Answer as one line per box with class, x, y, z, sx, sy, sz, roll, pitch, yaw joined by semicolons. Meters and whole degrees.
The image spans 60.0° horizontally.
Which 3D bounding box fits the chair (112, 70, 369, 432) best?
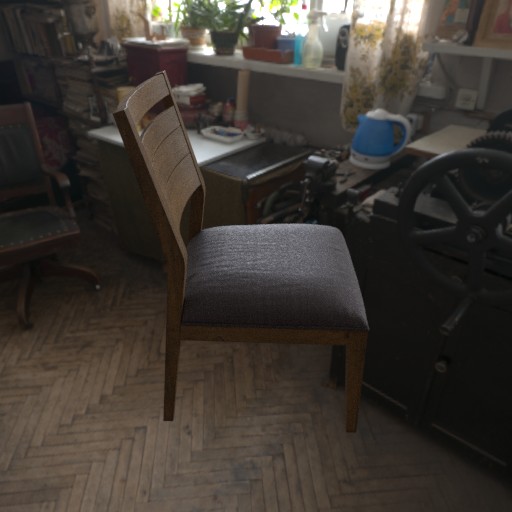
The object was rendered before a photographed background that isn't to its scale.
chair;0.000;0.000;1.292;0.610;0.939;0.501;0;32;1
